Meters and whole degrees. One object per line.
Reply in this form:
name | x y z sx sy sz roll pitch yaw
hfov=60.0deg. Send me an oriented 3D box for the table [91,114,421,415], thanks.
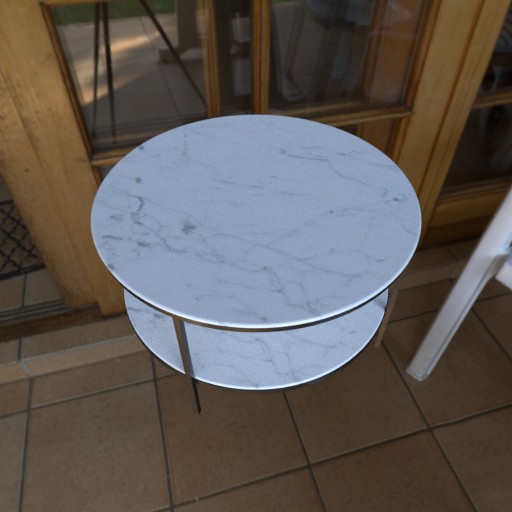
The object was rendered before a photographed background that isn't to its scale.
table | 0.000 0.000 1.267 0.800 0.450 0.800 0 46 0
